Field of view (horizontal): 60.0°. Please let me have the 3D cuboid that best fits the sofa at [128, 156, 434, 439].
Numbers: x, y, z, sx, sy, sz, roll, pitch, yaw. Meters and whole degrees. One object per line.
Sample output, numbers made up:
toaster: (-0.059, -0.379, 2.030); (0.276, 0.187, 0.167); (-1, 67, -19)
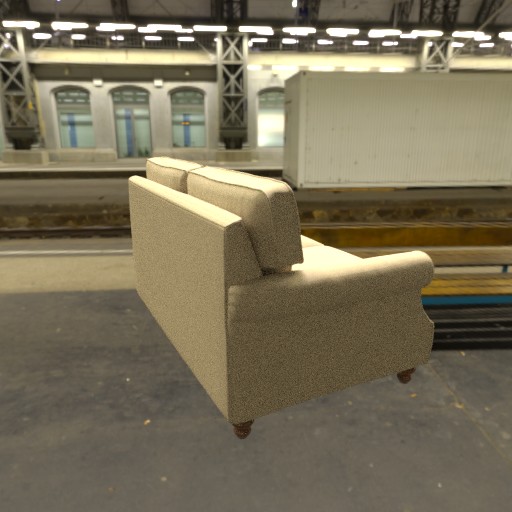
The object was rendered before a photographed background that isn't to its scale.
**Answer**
sofa: (0.000, 0.000, 2.269); (0.964, 0.937, 1.665); (-8, 18, -26)
